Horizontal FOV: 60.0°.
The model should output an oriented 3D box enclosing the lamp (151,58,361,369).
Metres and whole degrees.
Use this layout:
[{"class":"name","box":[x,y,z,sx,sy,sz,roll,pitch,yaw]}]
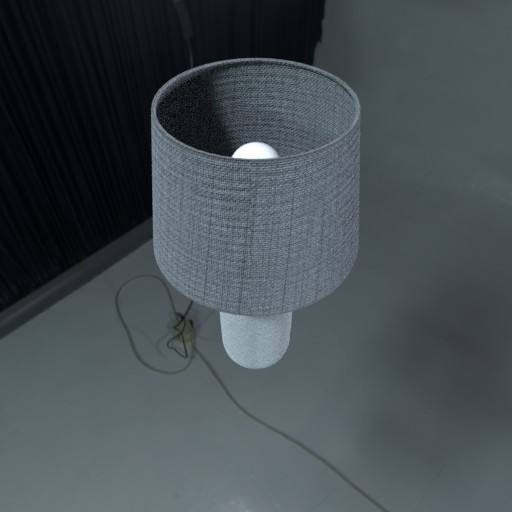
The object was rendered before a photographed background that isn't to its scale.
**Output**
[{"class":"lamp","box":[0.000,0.000,0.579,0.251,0.429,0.251,0,46,0]}]
